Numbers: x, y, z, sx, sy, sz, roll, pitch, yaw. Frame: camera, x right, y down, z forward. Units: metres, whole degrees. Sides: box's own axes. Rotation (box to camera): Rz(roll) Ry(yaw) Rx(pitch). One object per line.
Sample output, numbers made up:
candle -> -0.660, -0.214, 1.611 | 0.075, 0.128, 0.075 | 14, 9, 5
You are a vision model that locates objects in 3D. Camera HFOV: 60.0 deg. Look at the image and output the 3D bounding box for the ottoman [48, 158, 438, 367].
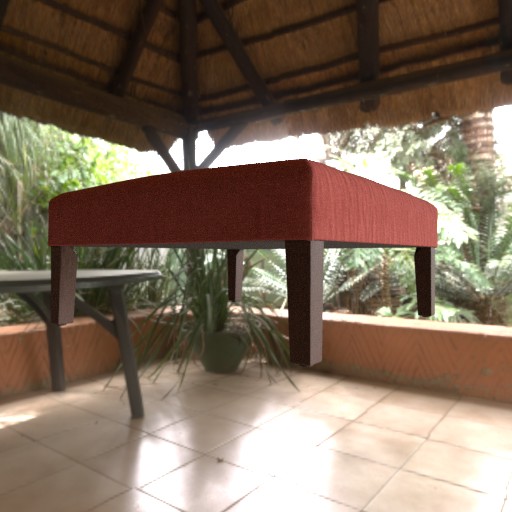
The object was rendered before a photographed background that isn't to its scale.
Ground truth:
ottoman -> 0.000, 0.000, 1.406 | 0.890, 0.411, 0.889 | 0, 0, 36
